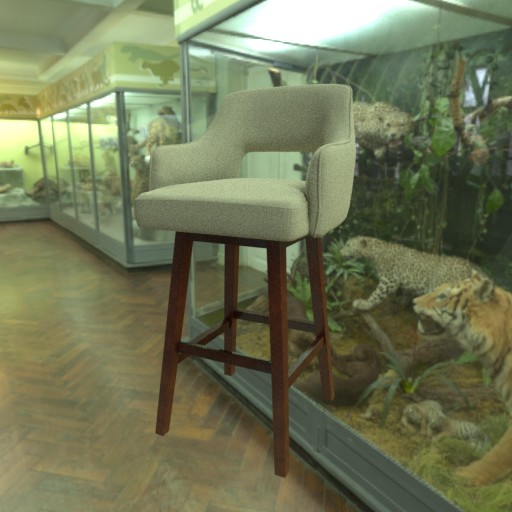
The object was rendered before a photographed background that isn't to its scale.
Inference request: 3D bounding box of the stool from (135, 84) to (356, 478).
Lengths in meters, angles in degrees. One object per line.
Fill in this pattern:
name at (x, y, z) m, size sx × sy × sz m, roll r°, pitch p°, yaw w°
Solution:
stool at (0.000, 0.000, 1.348) m, size 0.550 × 1.041 × 0.560 m, roll 6°, pitch 14°, yaw 26°
